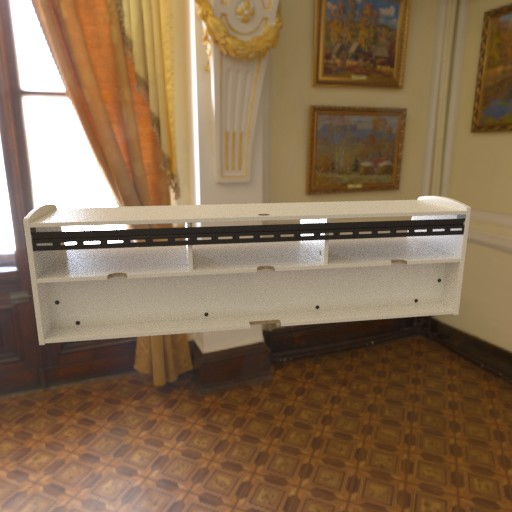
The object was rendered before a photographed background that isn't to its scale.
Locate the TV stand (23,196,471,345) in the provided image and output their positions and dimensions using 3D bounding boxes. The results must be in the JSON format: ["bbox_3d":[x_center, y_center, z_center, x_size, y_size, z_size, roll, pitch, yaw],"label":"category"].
[{"bbox_3d":[0.000,0.000,1.675,1.473,0.424,0.397,-3,14,-10],"label":"TV stand"}]
